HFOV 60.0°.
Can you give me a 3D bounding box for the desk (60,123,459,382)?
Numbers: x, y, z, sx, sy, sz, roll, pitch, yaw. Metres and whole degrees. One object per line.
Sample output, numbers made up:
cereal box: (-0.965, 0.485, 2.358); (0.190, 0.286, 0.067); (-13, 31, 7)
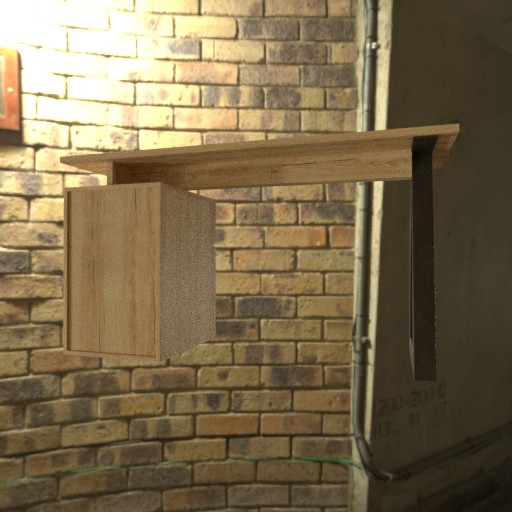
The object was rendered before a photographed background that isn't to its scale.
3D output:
desk: (0.000, 0.000, 1.747); (1.400, 0.760, 0.550); (0, 0, 17)
